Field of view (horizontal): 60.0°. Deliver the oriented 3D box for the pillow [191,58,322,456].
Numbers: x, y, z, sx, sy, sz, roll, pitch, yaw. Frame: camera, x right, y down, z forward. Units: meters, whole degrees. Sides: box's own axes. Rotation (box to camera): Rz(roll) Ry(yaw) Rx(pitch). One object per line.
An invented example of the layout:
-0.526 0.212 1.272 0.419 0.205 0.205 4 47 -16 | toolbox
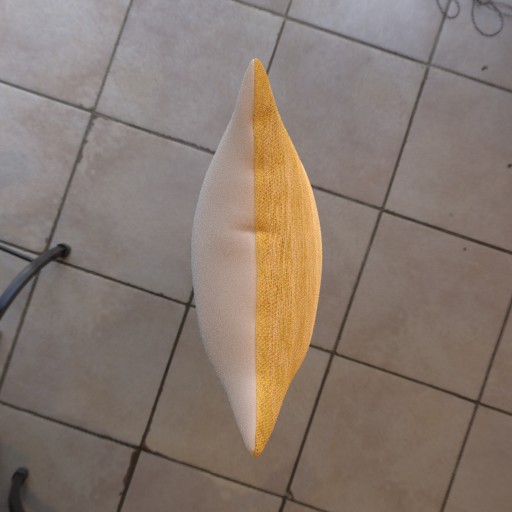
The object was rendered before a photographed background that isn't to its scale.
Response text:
0.000 0.000 0.717 0.211 0.450 0.450 0 90 0 | pillow
